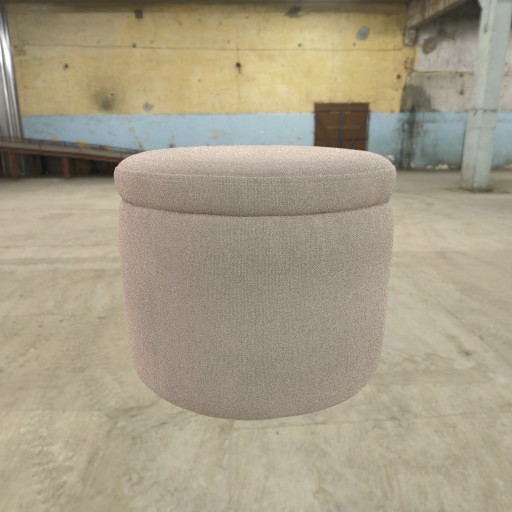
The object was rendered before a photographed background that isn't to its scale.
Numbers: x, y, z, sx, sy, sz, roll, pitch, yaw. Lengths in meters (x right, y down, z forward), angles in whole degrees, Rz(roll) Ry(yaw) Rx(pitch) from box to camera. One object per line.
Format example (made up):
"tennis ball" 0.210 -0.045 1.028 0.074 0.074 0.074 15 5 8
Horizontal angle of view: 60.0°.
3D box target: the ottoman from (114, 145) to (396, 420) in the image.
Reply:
"ottoman" 0.000 0.000 0.851 0.497 0.409 0.497 0 16 0
